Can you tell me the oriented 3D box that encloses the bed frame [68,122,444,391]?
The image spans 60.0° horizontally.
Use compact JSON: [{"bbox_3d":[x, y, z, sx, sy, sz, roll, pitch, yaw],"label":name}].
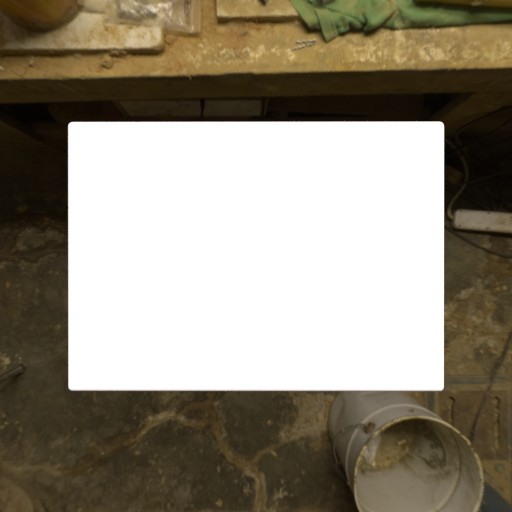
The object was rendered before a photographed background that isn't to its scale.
[{"bbox_3d":[0.000,0.000,2.617,1.956,0.659,1.408,0,90,0],"label":"bed frame"}]
